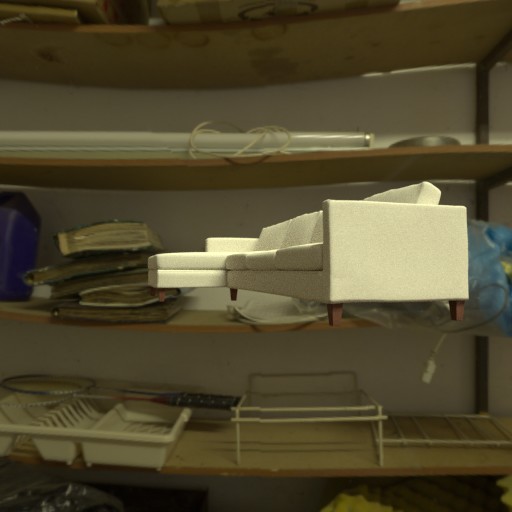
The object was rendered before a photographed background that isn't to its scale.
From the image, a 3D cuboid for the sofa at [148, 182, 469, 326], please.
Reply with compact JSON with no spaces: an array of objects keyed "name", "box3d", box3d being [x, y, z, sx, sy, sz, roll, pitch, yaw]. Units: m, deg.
[{"name":"sofa","box3d":[0.000,0.000,3.889,1.625,0.846,3.186,1,-2,-18]}]
